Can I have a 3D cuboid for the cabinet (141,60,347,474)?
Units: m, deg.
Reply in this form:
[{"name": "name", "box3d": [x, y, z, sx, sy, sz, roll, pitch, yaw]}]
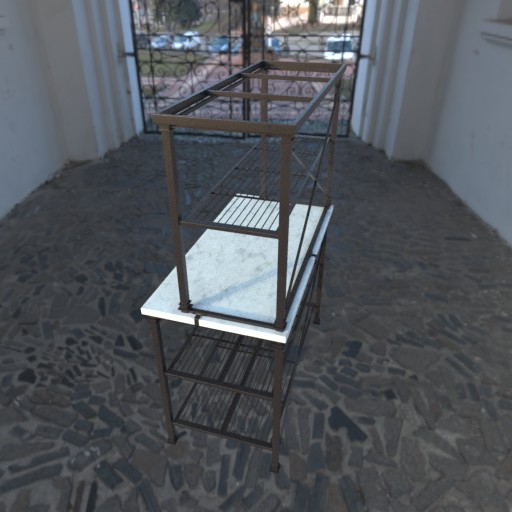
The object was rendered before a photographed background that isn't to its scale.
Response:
[{"name": "cabinet", "box3d": [0.000, 0.000, 2.235, 0.610, 1.659, 1.210, 9, 33, 14]}]
